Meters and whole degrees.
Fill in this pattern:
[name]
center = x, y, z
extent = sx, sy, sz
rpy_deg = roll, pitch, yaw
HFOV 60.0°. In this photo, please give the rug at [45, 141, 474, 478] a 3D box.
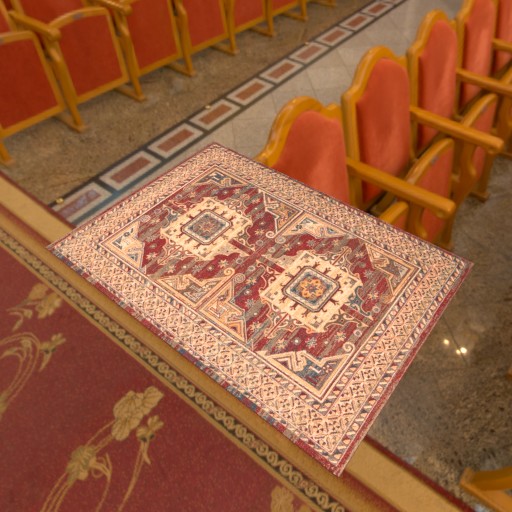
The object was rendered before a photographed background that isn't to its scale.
[rug]
center = 0.000, 0.000, 2.817
extent = 2.210, 0.011, 1.599
rpy_deg = 31, 54, 25
